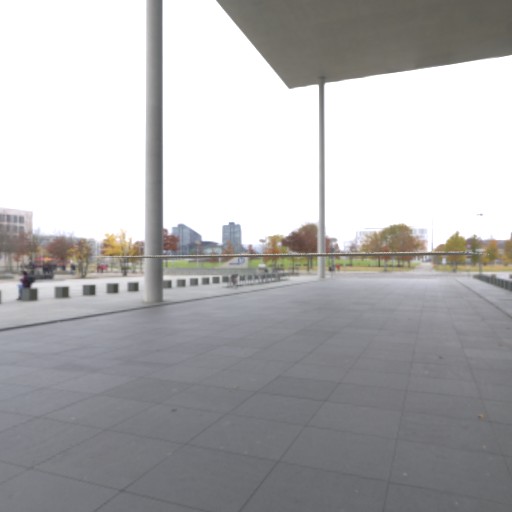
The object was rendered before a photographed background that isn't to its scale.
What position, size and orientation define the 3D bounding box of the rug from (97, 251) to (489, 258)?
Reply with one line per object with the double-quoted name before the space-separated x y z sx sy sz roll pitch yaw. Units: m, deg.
"rug" 0.000 0.000 2.698 2.464 0.005 0.660 -1 -1 37
